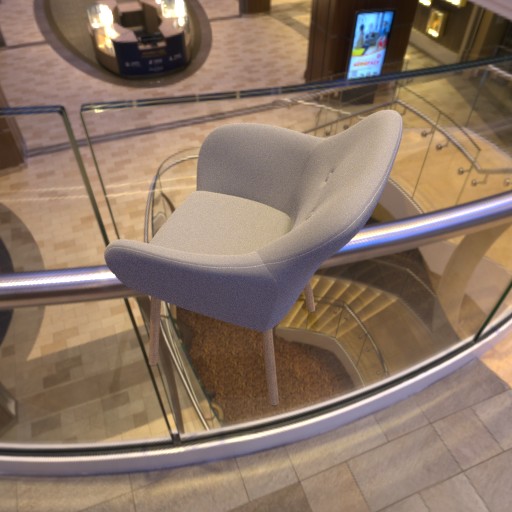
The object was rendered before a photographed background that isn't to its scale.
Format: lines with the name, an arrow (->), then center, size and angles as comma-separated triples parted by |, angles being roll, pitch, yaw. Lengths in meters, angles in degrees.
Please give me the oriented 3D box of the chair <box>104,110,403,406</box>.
chair -> 0.000, 0.000, 1.233 | 0.590, 0.830, 0.570 | 17, 49, 15
